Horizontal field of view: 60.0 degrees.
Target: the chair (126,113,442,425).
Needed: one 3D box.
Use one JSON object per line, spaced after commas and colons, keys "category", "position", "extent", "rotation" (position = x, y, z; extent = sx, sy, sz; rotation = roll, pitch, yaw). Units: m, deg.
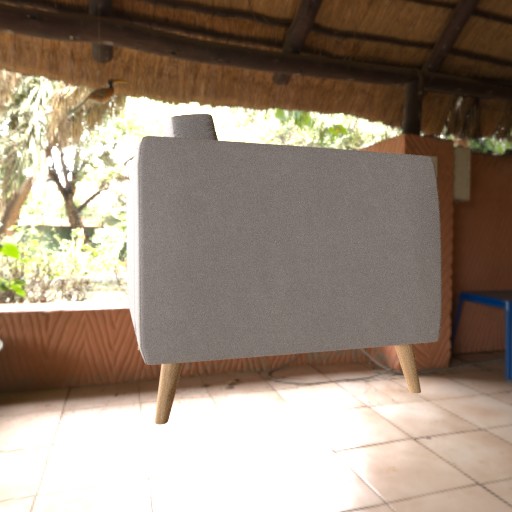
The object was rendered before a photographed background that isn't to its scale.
{"category": "chair", "position": [0.000, 0.000, 1.701], "extent": [0.930, 0.860, 1.000], "rotation": [0, 2, -18]}
